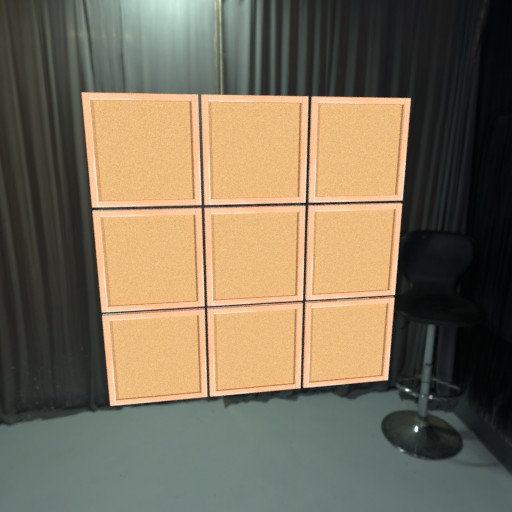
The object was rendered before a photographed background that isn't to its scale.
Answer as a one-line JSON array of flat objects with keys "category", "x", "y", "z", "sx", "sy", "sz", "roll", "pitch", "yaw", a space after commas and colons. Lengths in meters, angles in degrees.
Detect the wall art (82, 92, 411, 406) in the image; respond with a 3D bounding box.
[{"category": "wall art", "x": 0.000, "y": 0.000, "z": 1.331, "sx": 0.911, "sy": 0.910, "sz": 0.012, "roll": -2, "pitch": 15, "yaw": -9}]
